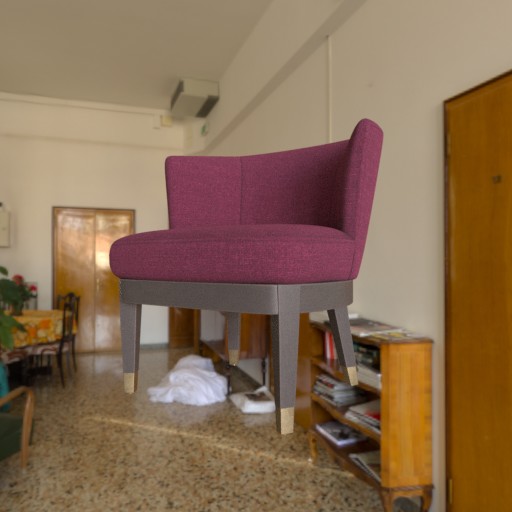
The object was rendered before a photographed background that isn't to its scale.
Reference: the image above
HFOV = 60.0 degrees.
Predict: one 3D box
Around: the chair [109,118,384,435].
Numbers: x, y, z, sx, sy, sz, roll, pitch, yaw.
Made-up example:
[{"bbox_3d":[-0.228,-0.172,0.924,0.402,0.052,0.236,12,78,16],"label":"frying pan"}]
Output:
[{"bbox_3d":[0.000,0.000,1.290,0.700,0.760,0.660,0,-1,35],"label":"chair"}]
